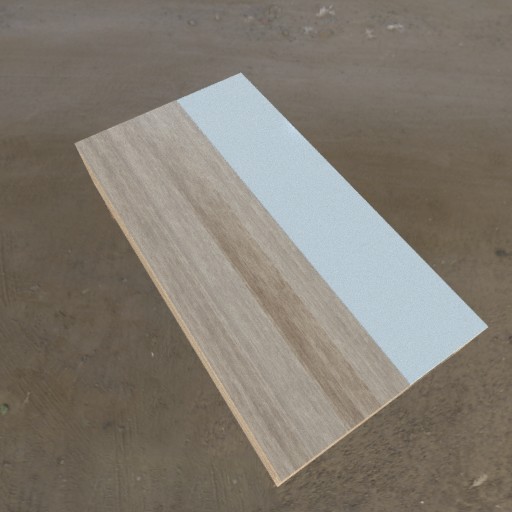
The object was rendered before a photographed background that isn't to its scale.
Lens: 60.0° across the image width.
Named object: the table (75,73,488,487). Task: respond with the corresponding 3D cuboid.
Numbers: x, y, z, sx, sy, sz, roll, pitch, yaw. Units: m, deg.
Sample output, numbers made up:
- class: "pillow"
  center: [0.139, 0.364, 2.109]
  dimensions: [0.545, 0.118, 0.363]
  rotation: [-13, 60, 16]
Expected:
- class: "table"
  center: [0.000, 0.000, 1.352]
  dimensions: [0.600, 0.350, 1.100]
  rotation: [-30, 64, -16]
